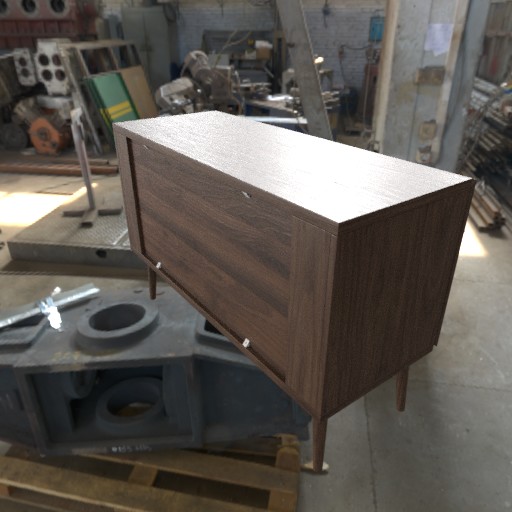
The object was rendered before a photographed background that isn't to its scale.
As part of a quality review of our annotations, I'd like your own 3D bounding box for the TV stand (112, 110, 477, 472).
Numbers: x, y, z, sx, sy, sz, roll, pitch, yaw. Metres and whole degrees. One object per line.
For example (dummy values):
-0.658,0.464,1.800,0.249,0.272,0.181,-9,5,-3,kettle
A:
0.000,0.000,1.312,0.405,0.660,0.990,-19,33,-32,TV stand
